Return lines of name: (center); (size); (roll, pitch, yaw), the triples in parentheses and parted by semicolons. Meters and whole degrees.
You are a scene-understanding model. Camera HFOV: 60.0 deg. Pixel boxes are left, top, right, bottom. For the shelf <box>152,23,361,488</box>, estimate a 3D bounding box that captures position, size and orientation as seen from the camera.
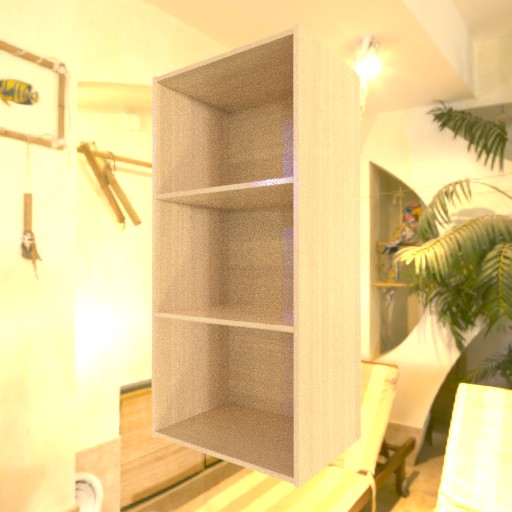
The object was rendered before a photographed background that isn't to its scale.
shelf: (0.000, 0.000, 1.076); (0.417, 0.876, 0.292); (0, -1, 36)
